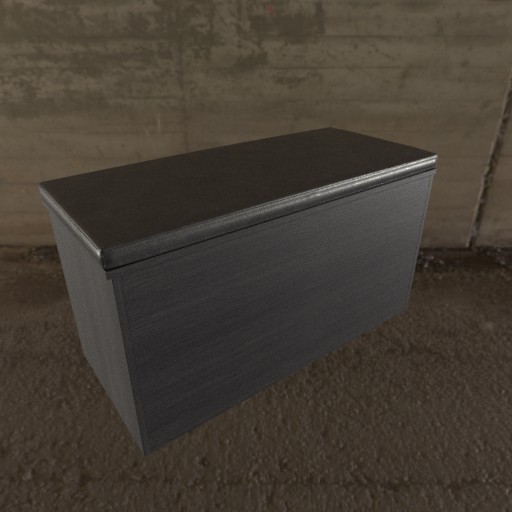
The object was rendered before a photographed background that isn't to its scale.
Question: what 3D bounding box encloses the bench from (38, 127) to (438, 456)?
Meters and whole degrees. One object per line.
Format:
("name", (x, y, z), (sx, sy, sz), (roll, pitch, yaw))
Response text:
("bench", (0.000, 0.000, 1.186), (0.905, 0.501, 0.401), (-20, 35, -31))
